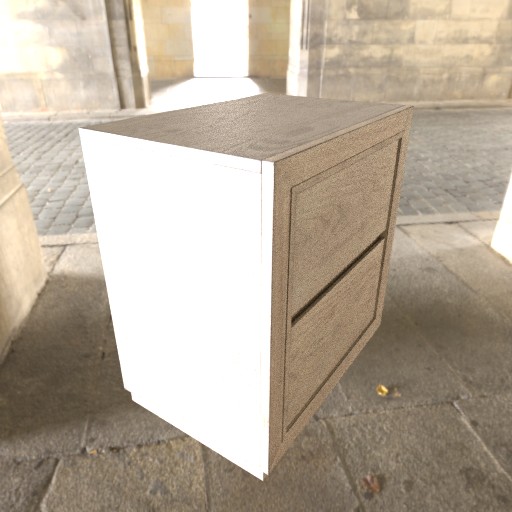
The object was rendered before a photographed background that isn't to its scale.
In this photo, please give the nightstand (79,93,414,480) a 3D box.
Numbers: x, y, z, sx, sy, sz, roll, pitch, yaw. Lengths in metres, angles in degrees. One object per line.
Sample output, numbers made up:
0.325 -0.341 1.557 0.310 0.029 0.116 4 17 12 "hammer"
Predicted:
0.000 0.000 1.089 0.483 0.673 0.612 17 32 30 "nightstand"
